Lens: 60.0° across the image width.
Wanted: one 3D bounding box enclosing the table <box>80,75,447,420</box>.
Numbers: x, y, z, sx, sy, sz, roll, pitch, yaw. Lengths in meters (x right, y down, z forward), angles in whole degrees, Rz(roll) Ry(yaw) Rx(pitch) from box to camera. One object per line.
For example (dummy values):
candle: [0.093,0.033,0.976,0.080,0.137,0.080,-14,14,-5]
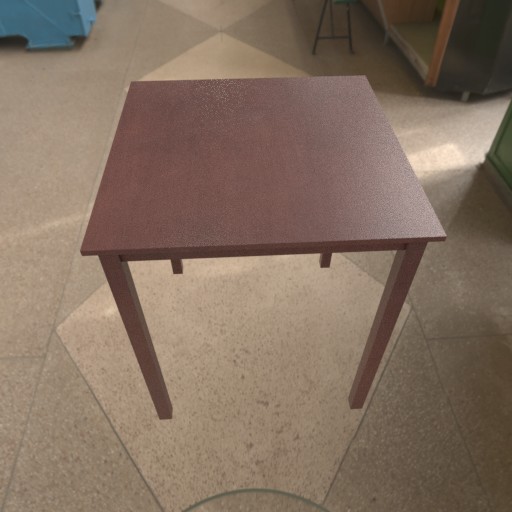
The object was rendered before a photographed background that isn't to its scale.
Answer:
table: [0.000,0.000,1.692,0.861,0.991,0.861,-2,47,-2]
